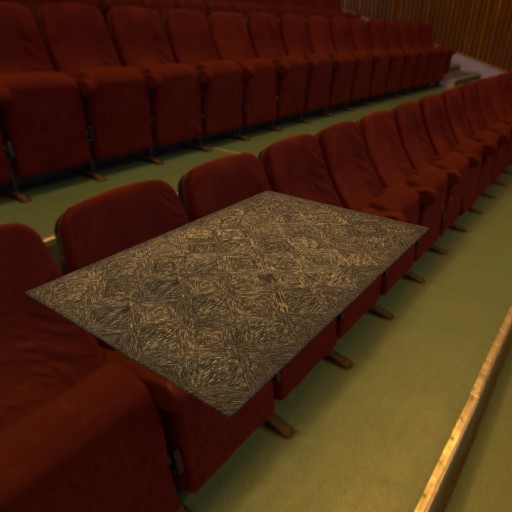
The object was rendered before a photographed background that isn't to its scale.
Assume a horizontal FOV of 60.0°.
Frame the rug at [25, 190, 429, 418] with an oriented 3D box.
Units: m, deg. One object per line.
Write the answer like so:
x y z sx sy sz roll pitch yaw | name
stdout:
0.000 0.000 2.196 1.139 0.010 1.754 19 32 33 | rug
